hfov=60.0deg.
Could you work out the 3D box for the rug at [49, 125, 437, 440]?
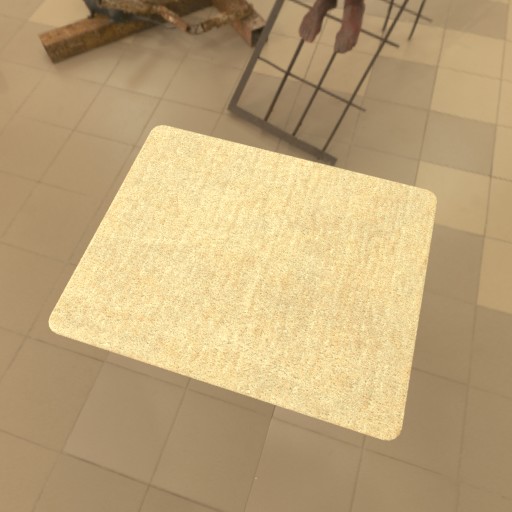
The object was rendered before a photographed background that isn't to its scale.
[{"bbox_3d":[0.000,0.000,3.403,2.528,0.048,2.009,16,64,8],"label":"rug"}]
